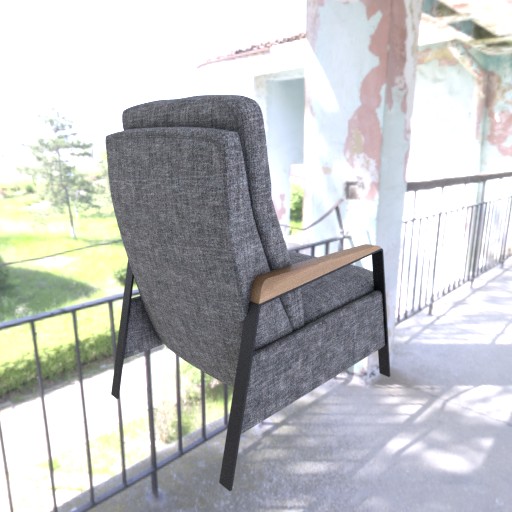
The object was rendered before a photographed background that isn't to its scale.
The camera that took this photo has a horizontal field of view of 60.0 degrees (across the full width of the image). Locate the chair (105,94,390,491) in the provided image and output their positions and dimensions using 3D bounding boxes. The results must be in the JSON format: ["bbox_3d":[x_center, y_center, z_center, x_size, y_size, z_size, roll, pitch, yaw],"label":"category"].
[{"bbox_3d":[0.000,0.000,1.599,0.868,1.042,0.671,-14,20,-43],"label":"chair"}]
